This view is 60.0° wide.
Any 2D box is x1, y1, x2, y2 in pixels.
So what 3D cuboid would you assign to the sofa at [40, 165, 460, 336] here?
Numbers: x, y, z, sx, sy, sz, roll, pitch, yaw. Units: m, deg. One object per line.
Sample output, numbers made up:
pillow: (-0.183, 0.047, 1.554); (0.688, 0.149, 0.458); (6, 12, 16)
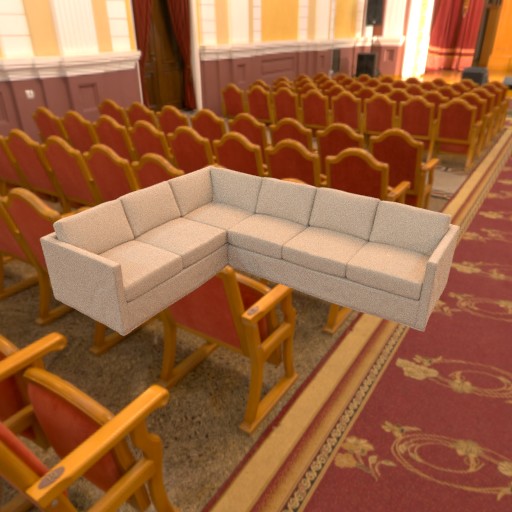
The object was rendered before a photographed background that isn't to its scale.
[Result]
sofa: (0.000, 0.000, 4.294); (3.182, 0.871, 2.432); (17, 32, 29)
